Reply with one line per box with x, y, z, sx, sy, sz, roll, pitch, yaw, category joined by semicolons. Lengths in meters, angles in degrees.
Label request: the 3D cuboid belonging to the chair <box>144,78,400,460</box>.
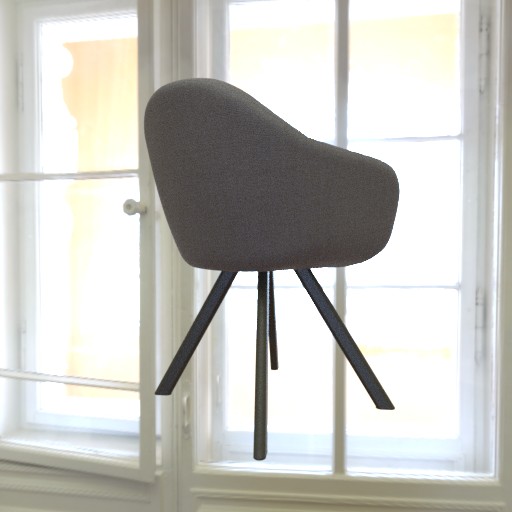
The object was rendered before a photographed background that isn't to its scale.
0.000;0.000;1.171;0.550;0.795;0.590;-2;3;-37;chair
